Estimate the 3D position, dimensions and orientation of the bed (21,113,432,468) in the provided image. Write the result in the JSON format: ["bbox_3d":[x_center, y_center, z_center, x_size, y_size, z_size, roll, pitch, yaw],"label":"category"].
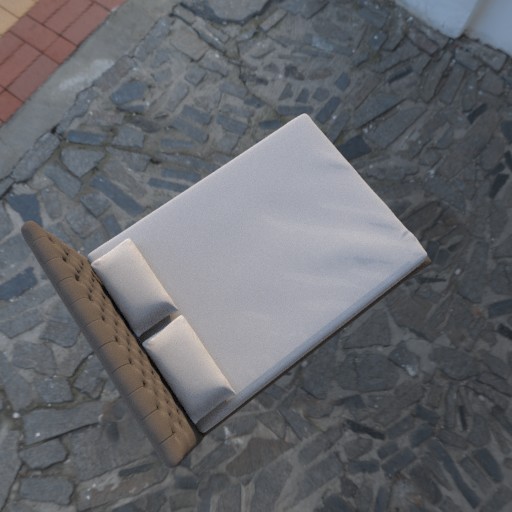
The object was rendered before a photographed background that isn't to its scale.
[{"bbox_3d":[0.000,0.000,3.365,2.387,1.427,1.698,-35,77,-9],"label":"bed"}]
